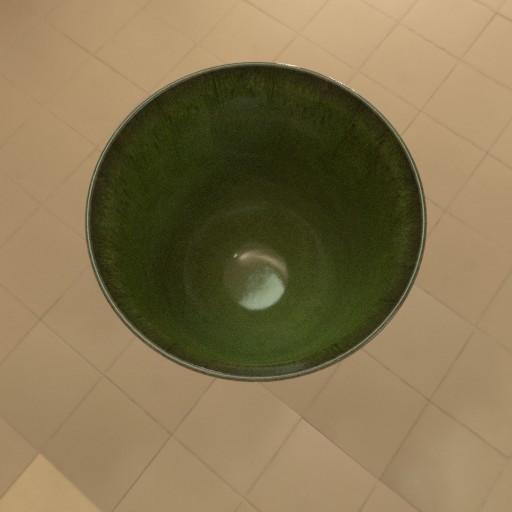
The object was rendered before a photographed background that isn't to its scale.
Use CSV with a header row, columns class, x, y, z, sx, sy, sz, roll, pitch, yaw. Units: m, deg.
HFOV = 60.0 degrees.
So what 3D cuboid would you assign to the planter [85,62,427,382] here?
class,x,y,z,sx,sy,sz,roll,pitch,yaw
planter,0.000,0.000,0.447,0.245,0.270,0.245,0,74,0
